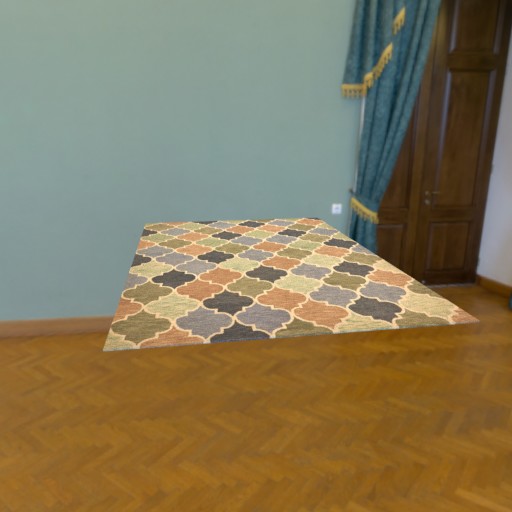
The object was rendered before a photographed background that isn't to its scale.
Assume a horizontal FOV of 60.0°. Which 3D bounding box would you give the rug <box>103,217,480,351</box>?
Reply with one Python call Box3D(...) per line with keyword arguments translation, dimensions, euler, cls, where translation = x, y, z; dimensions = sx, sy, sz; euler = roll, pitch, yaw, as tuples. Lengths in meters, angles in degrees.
Box3D(translation=(0.000, 0.000, 2.258), dimensions=(1.216, 0.006, 1.828), euler=(-3, 16, -9), cls="rug")
